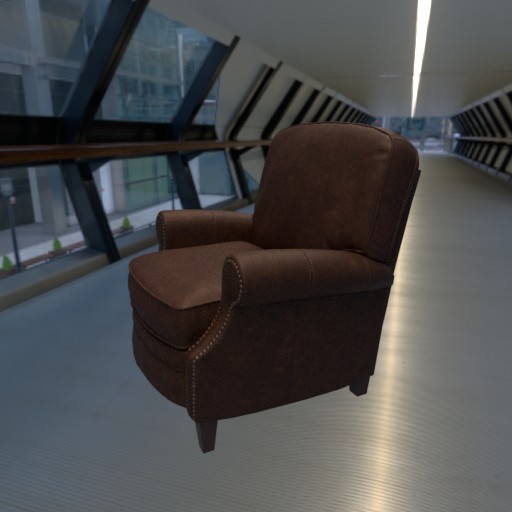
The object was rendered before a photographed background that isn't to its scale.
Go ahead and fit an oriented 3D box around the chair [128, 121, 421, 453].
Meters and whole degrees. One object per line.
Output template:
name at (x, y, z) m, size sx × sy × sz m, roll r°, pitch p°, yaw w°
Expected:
chair at (0.000, 0.000, 1.747) m, size 0.986 × 1.018 × 0.936 m, roll -8°, pitch 18°, yaw -26°
